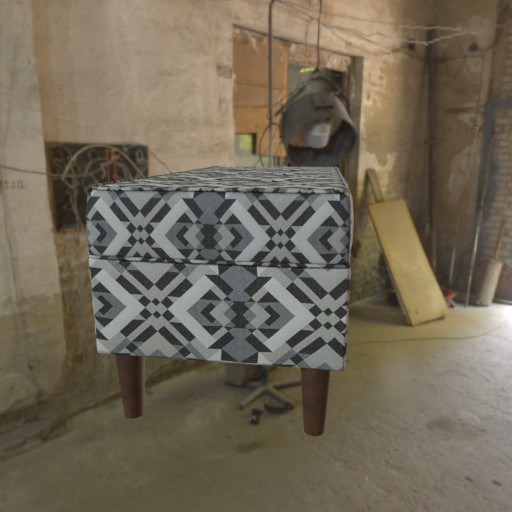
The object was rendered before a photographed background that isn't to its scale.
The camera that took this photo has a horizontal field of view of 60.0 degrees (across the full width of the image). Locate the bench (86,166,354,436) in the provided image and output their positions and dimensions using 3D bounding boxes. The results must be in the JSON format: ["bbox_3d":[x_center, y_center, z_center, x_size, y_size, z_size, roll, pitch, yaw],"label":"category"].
[{"bbox_3d":[0.000,0.000,1.287,0.492,0.477,1.016,2,14,9],"label":"bench"}]
